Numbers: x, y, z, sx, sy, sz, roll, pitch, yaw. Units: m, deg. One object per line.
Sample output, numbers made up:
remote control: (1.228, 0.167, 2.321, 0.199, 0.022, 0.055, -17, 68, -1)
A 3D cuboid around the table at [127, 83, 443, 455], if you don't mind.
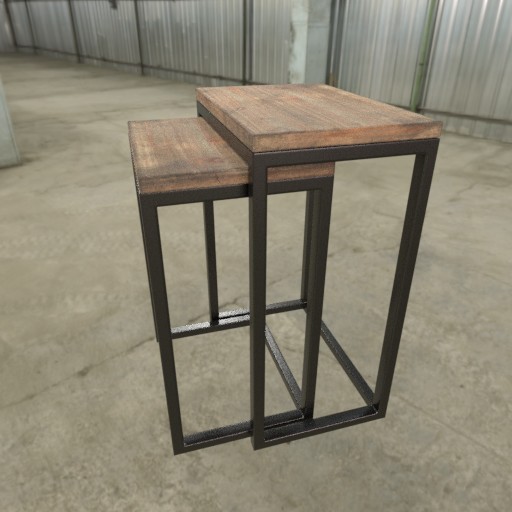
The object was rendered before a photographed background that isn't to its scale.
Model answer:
table: (0.000, 0.000, 0.930, 0.460, 0.615, 0.456, -7, 29, -12)
